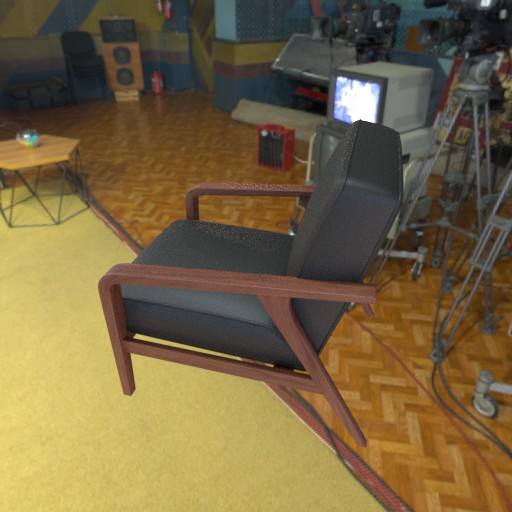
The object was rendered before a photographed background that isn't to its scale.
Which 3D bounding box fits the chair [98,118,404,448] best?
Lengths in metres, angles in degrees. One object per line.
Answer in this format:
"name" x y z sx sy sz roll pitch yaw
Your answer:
"chair" 0.000 0.000 1.534 0.889 0.861 0.719 8 32 13
